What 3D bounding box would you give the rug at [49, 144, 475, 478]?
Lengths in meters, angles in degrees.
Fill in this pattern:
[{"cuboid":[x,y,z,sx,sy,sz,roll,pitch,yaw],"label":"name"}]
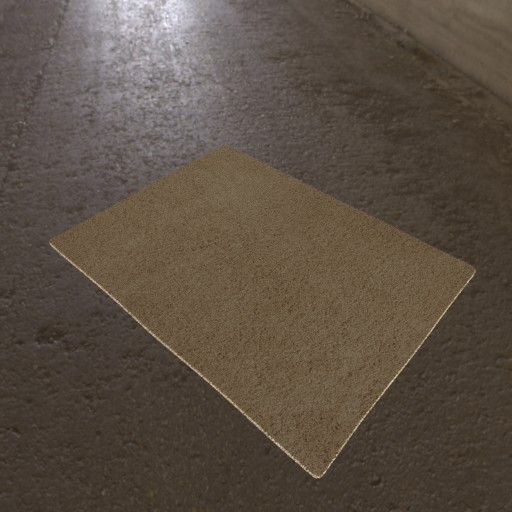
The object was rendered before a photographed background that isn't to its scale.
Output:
[{"cuboid":[0.000,0.000,2.056,1.600,0.025,1.199,32,53,28],"label":"rug"}]
